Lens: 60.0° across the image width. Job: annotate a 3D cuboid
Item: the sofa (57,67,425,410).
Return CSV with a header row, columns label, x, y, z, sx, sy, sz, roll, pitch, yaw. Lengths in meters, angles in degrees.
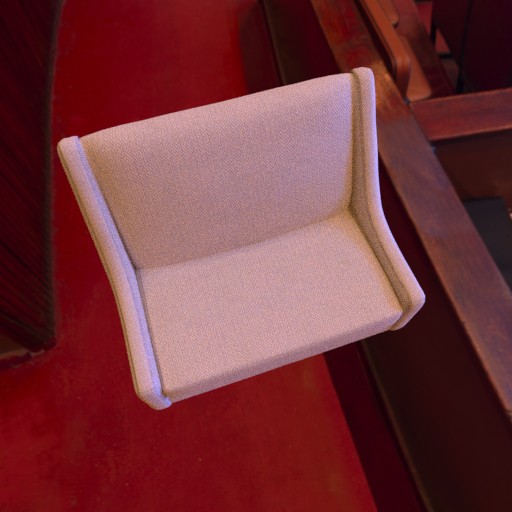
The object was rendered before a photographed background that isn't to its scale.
label,x,y,z,sx,sy,sz,roll,pitch,yaw
sofa,0.000,0.000,1.911,1.242,1.022,0.870,-17,64,-8
